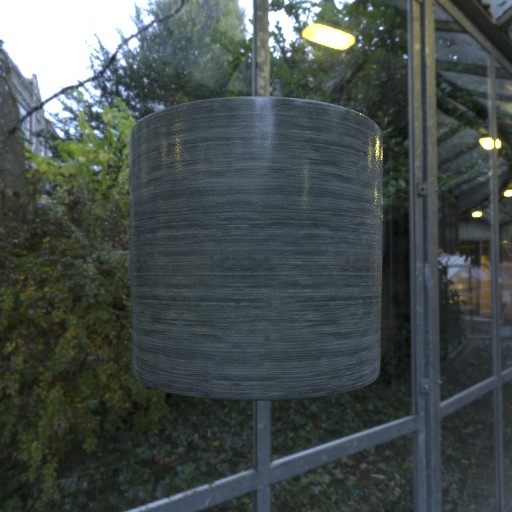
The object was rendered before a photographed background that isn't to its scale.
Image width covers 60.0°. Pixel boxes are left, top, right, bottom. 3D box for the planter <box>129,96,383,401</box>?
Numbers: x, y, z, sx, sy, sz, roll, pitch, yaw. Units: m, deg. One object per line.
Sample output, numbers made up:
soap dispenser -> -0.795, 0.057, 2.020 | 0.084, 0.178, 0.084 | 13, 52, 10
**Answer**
planter -> 0.000, 0.000, 0.399 | 0.221, 0.201, 0.221 | 0, -3, 0
